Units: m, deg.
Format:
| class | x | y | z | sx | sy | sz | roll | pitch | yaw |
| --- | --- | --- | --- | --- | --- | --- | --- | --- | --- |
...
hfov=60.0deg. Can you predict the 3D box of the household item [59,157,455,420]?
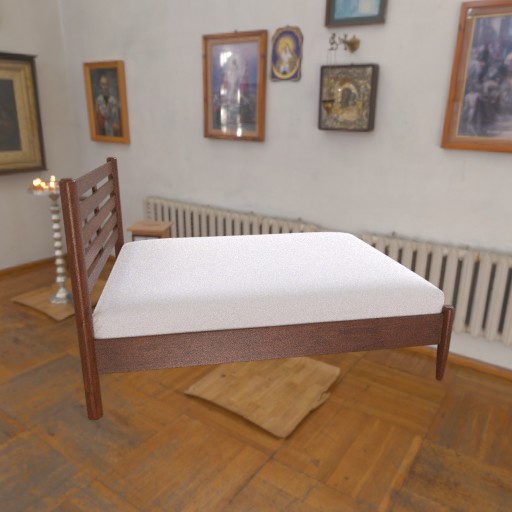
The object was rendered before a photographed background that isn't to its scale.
| class | x | y | z | sx | sy | sz | roll | pitch | yaw |
| --- | --- | --- | --- | --- | --- | --- | --- | --- | --- |
| household item | 0.000 | 0.000 | 3.283 | 2.232 | 1.356 | 1.663 | -3 | 17 | -10 |
